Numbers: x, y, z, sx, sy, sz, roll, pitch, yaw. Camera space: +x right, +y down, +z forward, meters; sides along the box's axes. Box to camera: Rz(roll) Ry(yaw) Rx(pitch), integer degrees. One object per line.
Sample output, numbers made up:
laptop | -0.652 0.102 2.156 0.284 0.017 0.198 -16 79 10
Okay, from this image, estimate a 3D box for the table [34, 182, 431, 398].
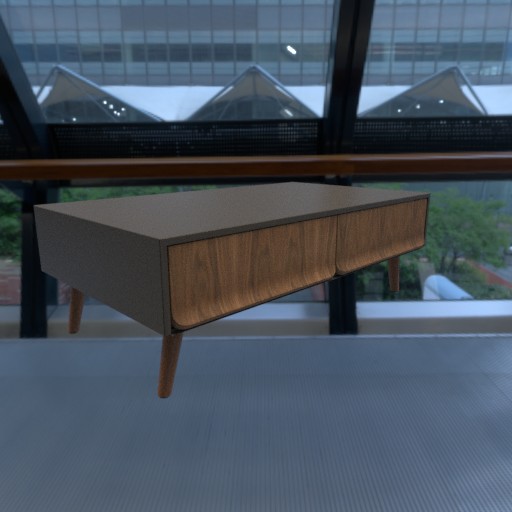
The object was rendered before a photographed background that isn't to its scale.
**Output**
table | 0.000 0.000 1.559 1.201 0.404 0.703 -14 20 -43
